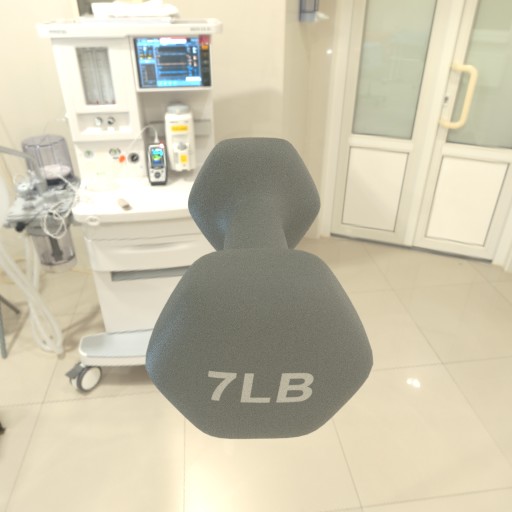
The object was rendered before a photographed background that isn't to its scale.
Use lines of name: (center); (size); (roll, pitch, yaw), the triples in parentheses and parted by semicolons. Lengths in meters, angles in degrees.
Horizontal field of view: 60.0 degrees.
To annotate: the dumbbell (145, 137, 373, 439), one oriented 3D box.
dumbbell: (0.000, 0.000, 0.237); (0.090, 0.081, 0.184); (0, 32, 0)
